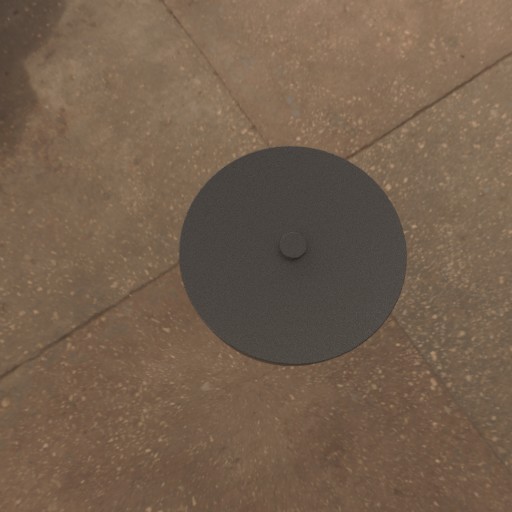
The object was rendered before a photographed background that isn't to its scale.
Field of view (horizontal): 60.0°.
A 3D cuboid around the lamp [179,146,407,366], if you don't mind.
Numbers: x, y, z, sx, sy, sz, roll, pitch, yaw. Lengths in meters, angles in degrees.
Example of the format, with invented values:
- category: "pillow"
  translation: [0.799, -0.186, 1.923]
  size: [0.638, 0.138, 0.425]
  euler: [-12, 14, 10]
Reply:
- category: "lamp"
  translation: [0.000, 0.000, 0.696]
  size: [0.229, 0.508, 0.369]
  euler: [-30, 77, -8]
